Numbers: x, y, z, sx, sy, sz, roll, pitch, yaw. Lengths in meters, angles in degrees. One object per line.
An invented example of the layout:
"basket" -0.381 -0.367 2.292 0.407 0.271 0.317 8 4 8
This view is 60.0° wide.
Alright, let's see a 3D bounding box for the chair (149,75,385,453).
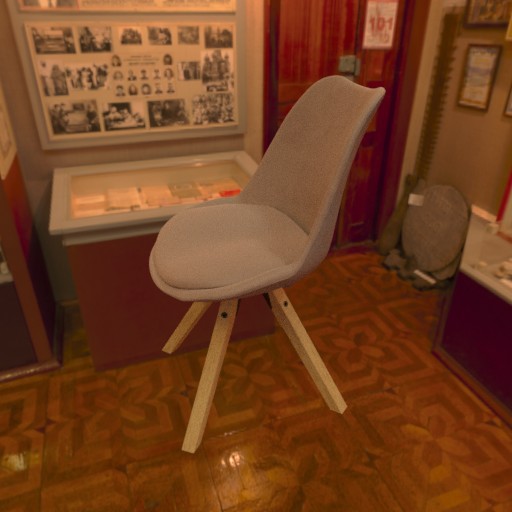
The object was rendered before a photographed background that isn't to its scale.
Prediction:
"chair" 0.000 0.000 1.171 0.550 0.850 0.485 -9 30 -15
